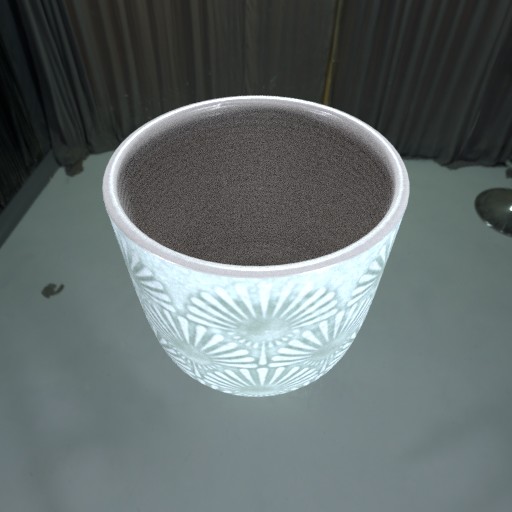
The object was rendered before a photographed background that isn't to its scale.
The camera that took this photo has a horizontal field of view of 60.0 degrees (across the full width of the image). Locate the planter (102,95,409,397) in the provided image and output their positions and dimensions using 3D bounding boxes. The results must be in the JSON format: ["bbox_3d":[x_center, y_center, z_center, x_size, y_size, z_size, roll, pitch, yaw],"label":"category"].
[{"bbox_3d":[0.000,0.000,0.222,0.124,0.109,0.124,0,46,0],"label":"planter"}]
